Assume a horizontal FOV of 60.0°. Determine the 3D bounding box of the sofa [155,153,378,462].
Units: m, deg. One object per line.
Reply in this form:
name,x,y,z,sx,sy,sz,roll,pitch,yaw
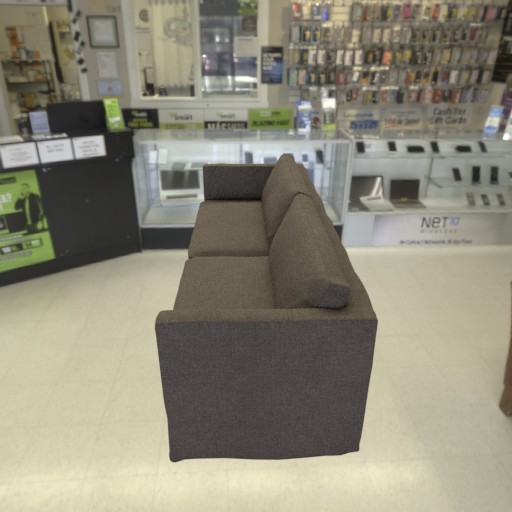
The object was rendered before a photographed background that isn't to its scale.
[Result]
sofa,0.000,0.000,3.316,1.036,0.998,2.779,-1,26,-1
